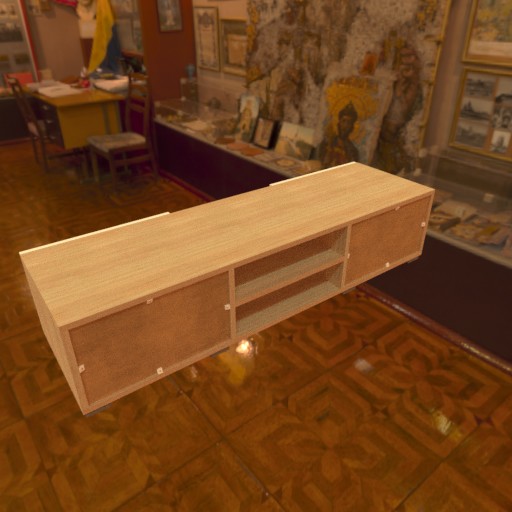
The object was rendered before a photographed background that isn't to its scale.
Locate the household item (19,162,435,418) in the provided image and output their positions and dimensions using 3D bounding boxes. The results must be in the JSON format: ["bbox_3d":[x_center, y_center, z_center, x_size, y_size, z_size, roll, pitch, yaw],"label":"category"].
[{"bbox_3d":[0.000,0.000,1.573,1.400,0.310,0.420,-20,36,-31],"label":"household item"}]
